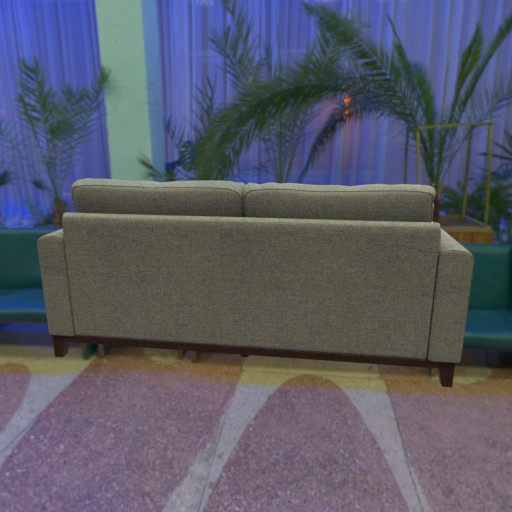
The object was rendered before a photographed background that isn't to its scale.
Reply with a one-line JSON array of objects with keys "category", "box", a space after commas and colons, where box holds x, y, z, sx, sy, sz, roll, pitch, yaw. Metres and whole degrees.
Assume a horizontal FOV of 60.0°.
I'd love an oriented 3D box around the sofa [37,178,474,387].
[{"category": "sofa", "box": [0.000, 0.000, 2.455, 1.978, 0.892, 0.969, 2, 16, 8]}]
